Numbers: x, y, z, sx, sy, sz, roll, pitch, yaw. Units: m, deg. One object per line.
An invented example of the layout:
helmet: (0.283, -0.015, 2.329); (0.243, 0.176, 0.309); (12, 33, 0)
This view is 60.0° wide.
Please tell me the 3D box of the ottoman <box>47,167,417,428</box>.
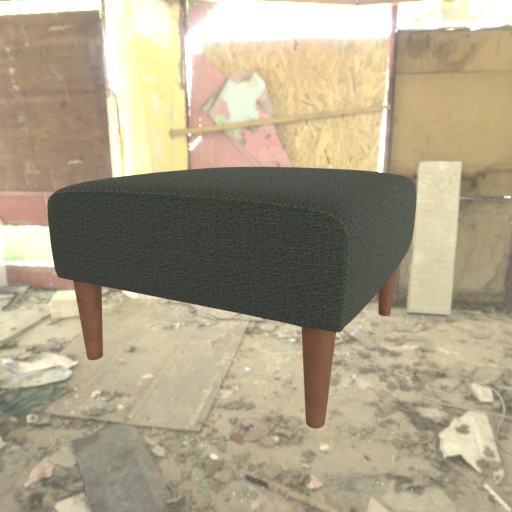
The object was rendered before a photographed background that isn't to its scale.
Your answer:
ottoman: (0.000, 0.000, 1.056); (0.649, 0.398, 0.650); (7, 16, 27)
